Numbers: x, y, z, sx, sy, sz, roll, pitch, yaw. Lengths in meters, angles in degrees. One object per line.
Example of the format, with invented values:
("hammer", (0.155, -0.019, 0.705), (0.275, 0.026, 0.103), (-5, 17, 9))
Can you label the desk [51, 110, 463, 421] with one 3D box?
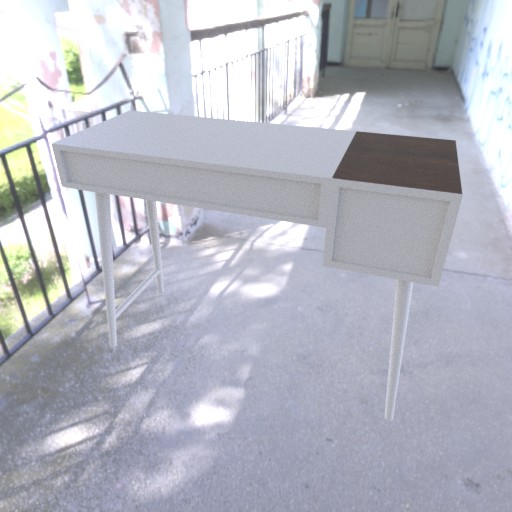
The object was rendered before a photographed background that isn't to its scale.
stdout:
("desk", (0.000, 0.000, 1.452), (1.069, 0.761, 0.409), (10, 33, 16))
